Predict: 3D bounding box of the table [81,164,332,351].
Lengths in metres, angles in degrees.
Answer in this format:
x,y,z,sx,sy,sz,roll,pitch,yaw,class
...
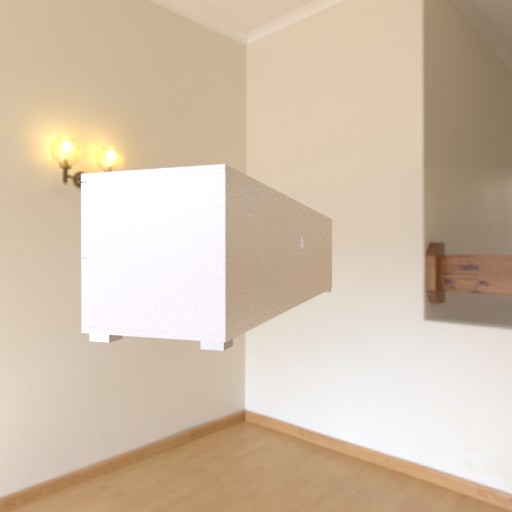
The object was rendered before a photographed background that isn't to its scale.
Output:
x,y,z,sx,sy,sz,roll,pitch,yaw,class
0.000,0.000,1.837,0.390,0.420,1.650,0,0,18,table
